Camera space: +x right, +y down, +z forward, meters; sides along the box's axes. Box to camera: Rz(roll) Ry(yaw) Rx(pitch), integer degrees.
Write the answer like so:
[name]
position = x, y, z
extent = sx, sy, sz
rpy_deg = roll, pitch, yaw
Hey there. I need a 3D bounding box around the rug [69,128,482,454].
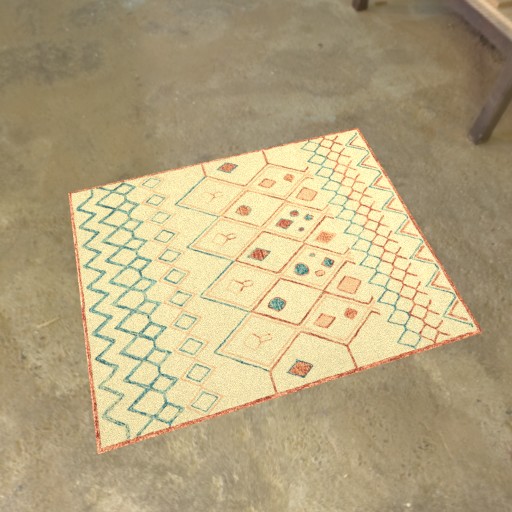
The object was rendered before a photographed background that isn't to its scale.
[rug]
position = 0.000, 0.000, 3.924
extent = 3.050, 0.016, 2.441
rpy_deg = -15, 60, -9
